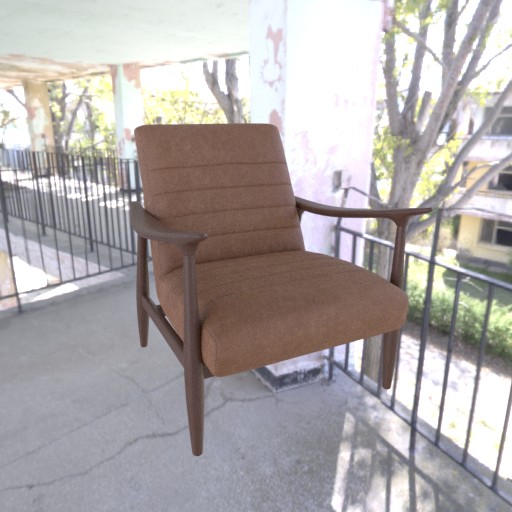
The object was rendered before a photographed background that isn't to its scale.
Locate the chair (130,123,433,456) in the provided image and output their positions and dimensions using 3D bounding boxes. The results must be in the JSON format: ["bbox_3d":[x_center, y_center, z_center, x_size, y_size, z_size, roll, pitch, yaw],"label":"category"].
[{"bbox_3d":[0.000,0.000,1.441,0.741,0.832,0.798,-8,18,-26],"label":"chair"}]
